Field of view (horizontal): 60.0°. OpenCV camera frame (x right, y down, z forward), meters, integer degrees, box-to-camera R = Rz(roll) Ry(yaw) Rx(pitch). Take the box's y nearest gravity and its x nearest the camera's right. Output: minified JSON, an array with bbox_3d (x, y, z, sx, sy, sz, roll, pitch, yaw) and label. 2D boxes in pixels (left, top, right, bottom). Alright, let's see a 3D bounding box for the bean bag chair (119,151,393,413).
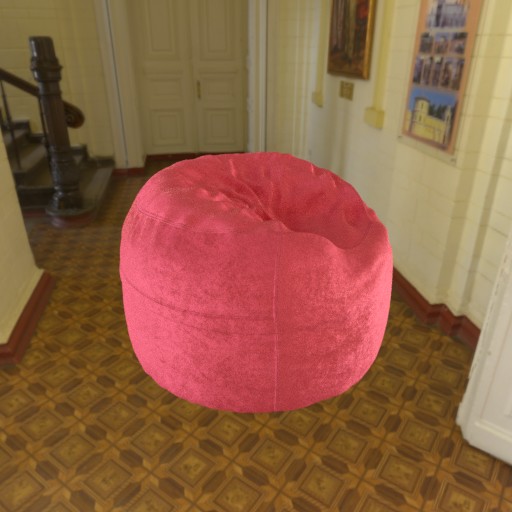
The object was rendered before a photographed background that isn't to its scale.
[{"bbox_3d":[0.000,0.000,2.029,1.218,0.788,1.218,0,26,0],"label":"bean bag chair"}]
